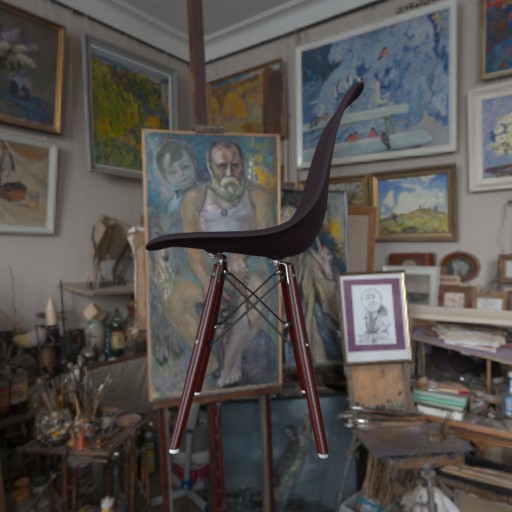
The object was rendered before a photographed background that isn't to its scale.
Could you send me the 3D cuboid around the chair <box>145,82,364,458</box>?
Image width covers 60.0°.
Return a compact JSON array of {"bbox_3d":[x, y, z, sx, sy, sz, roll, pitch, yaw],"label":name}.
[{"bbox_3d":[0.000,0.000,1.126,0.533,0.826,0.470,0,1,-1],"label":"chair"}]
